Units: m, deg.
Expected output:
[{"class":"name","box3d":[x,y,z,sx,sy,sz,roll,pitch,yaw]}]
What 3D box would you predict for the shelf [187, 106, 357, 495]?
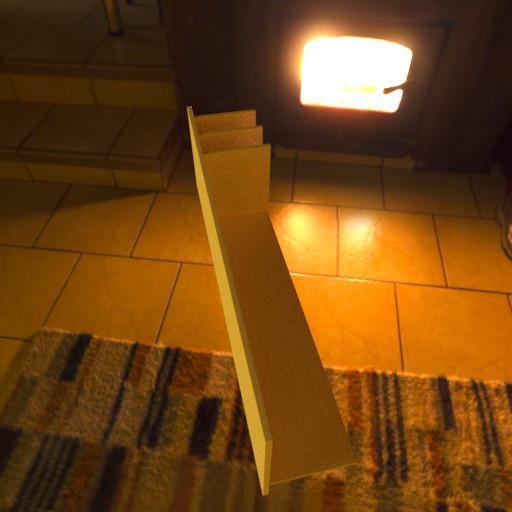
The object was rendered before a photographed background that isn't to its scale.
[{"class":"shelf","box3d":[0.000,0.000,1.136,0.200,0.300,1.020,-9,48,-8]}]
